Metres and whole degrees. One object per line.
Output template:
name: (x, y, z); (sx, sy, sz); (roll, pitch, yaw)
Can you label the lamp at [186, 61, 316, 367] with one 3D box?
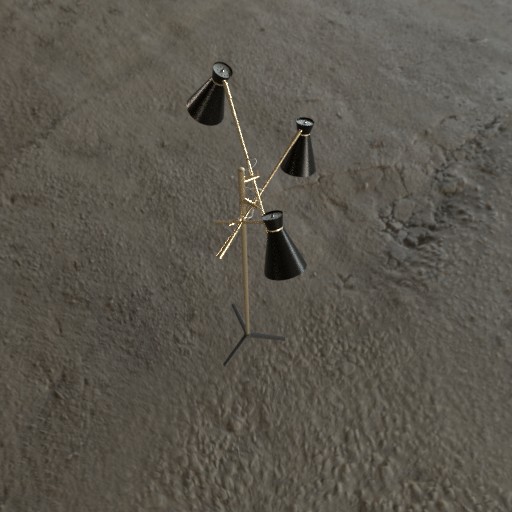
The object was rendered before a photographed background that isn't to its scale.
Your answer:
lamp: (0.000, 0.000, 2.209); (0.750, 1.804, 0.653); (31, 62, 18)
